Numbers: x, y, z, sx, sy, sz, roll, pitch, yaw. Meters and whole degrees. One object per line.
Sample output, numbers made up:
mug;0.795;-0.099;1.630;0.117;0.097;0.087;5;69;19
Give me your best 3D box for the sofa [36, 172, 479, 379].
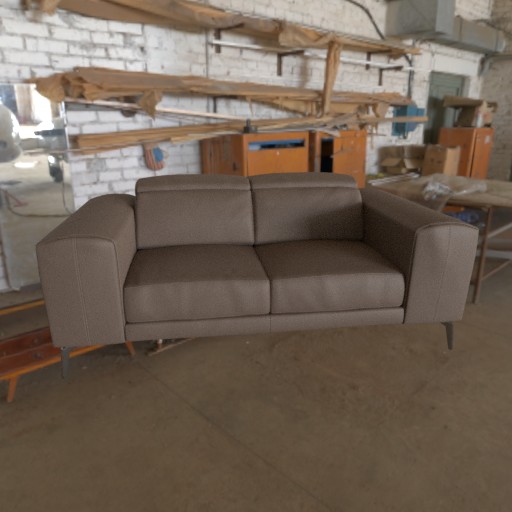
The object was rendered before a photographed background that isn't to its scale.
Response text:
sofa;0.000;0.000;2.363;1.895;0.779;1.003;-2;18;-8
